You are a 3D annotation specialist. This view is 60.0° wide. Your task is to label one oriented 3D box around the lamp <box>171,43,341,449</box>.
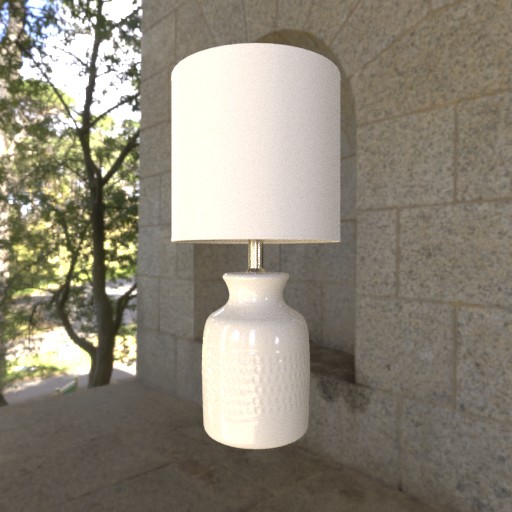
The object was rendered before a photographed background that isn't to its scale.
[{"bbox_3d":[0.000,0.000,0.501,0.188,0.392,0.188,0,0,19],"label":"lamp"}]
